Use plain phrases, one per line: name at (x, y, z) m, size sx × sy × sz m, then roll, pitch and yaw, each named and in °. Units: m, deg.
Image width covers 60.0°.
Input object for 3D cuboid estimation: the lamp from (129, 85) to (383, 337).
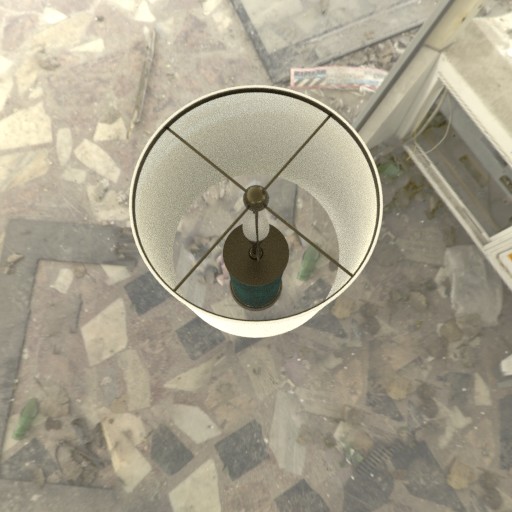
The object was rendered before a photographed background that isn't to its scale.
lamp at (0.000, 0.000, 0.818) m, size 0.301 × 0.630 × 0.301 m, roll -5°, pitch 77°, yaw -1°
